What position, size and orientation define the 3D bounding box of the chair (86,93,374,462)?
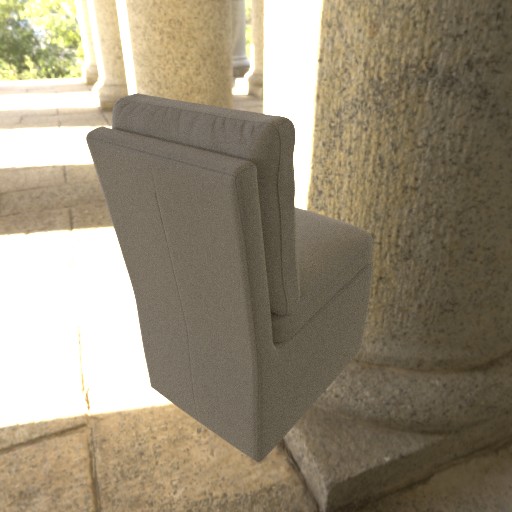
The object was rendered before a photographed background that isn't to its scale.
[{"bbox_3d":[0.000,0.000,1.322,0.503,0.927,0.698,21,35,33],"label":"chair"}]
